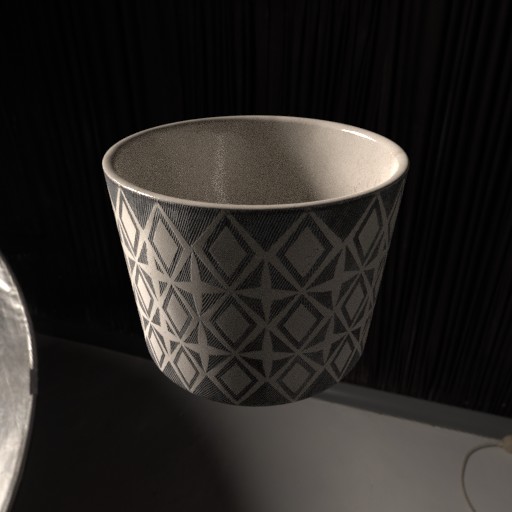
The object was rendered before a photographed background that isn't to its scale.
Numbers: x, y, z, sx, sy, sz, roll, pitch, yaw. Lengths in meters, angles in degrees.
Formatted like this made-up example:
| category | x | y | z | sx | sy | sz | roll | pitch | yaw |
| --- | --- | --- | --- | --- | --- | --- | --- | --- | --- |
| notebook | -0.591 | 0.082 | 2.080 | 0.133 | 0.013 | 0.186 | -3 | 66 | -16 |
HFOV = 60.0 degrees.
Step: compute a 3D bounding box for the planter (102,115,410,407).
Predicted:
| category | x | y | z | sx | sy | sz | roll | pitch | yaw |
| --- | --- | --- | --- | --- | --- | --- | --- | --- | --- |
| planter | 0.000 | 0.000 | 0.446 | 0.260 | 0.220 | 0.260 | 0 | 30 | 0 |
